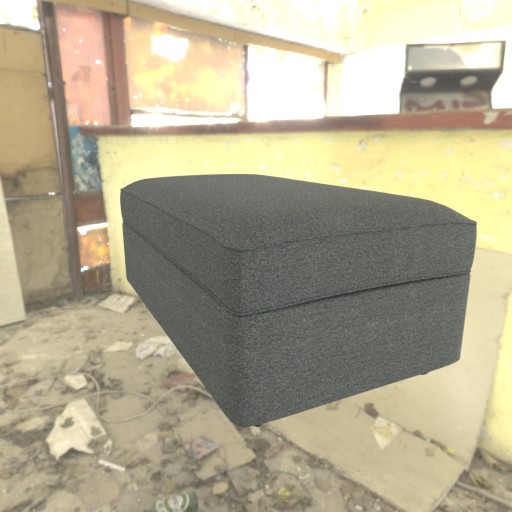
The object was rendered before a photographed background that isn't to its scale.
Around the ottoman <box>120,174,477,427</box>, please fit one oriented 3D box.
[{"bbox_3d":[0.000,0.000,1.497,0.681,0.494,1.173,-7,16,-26],"label":"ottoman"}]
